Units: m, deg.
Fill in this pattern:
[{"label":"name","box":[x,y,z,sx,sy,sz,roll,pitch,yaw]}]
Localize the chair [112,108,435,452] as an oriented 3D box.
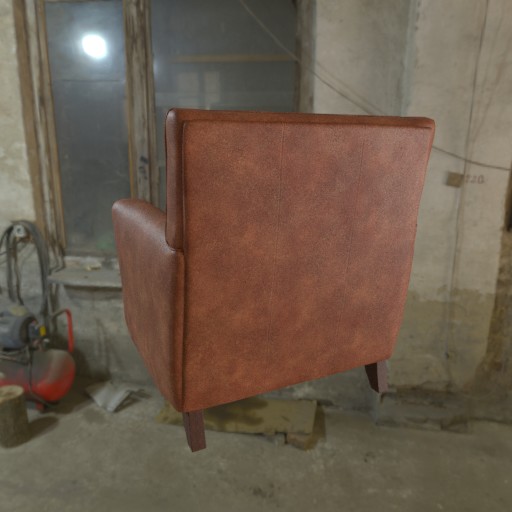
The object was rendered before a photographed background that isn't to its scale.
[{"label":"chair","box":[0.000,0.000,1.597,0.870,0.943,0.823,-7,16,-26]}]
